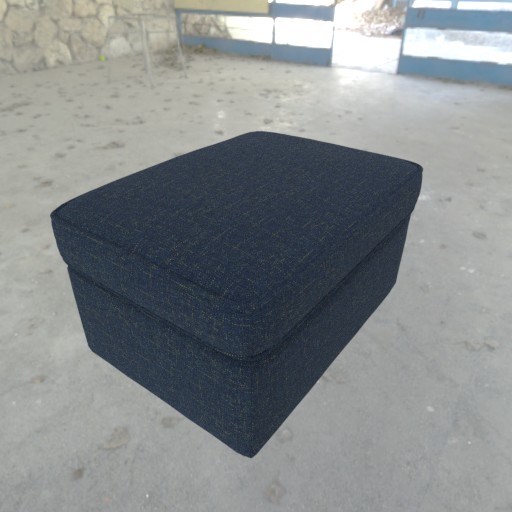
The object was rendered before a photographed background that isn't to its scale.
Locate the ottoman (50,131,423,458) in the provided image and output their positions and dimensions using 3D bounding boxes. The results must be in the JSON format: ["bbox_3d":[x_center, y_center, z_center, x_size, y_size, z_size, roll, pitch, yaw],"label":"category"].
[{"bbox_3d":[0.000,0.000,1.093,0.549,0.450,0.749,22,38,30],"label":"ottoman"}]
